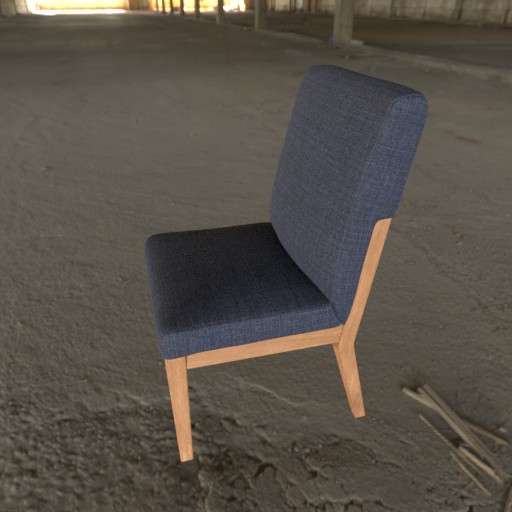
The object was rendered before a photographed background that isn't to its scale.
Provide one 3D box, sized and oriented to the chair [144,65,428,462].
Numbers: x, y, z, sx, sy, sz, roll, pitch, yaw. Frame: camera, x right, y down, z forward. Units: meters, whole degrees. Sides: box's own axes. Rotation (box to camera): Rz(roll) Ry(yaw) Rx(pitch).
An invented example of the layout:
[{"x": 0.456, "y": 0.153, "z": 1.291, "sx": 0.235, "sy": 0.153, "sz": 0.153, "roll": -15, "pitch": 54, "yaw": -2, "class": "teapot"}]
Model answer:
[{"x": 0.000, "y": 0.000, "z": 1.213, "sx": 0.586, "sy": 0.911, "sz": 0.507, "roll": -8, "pitch": 31, "yaw": -14, "class": "chair"}]
